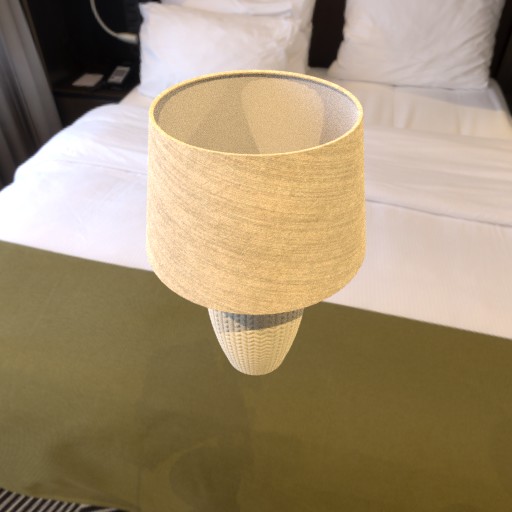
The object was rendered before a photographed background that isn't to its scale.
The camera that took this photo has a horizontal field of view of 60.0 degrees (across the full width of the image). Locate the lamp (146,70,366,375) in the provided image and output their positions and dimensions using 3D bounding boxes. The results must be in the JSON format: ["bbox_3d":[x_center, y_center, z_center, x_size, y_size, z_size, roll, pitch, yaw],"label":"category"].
[{"bbox_3d":[0.000,0.000,0.835,0.390,0.580,0.390,0,41,0],"label":"lamp"}]
